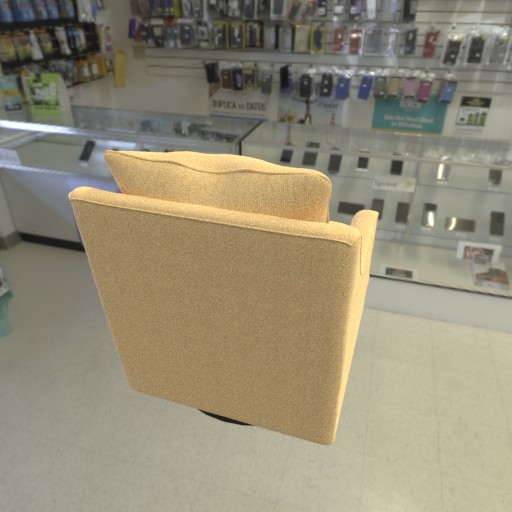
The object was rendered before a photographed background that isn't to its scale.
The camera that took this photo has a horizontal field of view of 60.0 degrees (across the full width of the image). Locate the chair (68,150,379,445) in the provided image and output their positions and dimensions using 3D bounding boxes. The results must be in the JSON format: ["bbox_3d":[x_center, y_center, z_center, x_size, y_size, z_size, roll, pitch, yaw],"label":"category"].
[{"bbox_3d":[0.000,0.000,1.555,0.760,0.927,0.876,10,33,16],"label":"chair"}]
